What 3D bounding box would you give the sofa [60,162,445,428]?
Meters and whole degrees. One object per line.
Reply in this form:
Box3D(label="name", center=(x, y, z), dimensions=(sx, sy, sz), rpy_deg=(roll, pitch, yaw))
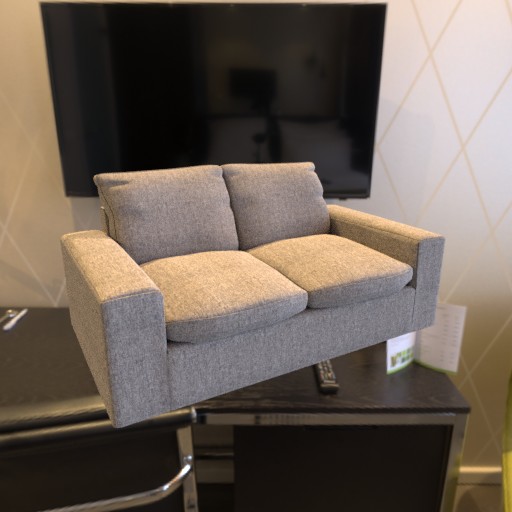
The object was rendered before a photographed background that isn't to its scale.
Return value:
Box3D(label="sofa", center=(0.000, 0.000, 2.331), dimensions=(1.758, 0.877, 1.094), rpy_deg=(-10, 20, -29))
